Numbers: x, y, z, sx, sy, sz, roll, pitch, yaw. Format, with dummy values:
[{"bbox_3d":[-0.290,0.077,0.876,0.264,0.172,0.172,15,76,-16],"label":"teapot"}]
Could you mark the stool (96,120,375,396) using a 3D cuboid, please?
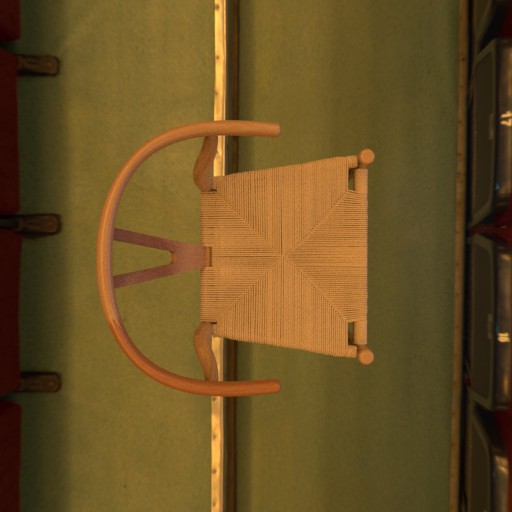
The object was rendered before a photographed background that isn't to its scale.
[{"bbox_3d":[0.000,0.000,1.264,0.575,0.923,0.536,0,91,1],"label":"stool"}]
